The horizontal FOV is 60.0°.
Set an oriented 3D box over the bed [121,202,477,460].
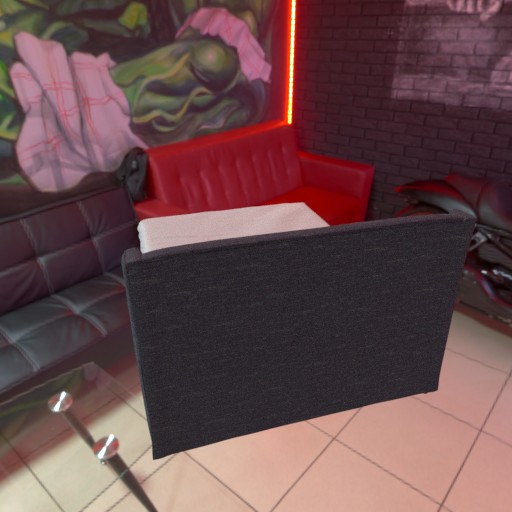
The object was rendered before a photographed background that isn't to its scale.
[{"bbox_3d":[0.000,0.000,3.460,1.925,1.332,2.276,-8,28,-15],"label":"bed"}]
